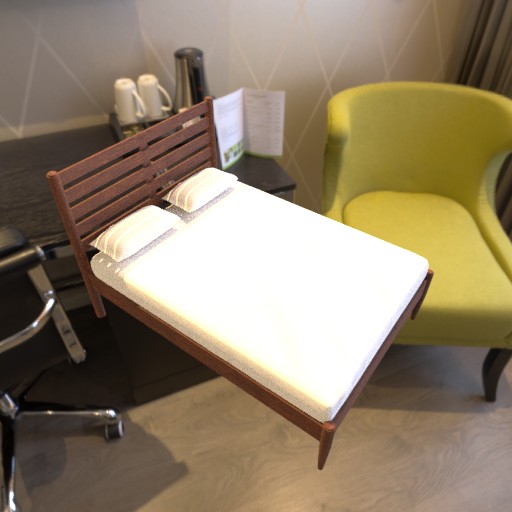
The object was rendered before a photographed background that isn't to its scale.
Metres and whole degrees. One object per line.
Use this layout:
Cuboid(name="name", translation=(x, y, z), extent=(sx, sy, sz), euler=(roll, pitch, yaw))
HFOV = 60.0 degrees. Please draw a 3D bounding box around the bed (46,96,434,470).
Cuboid(name="bed", translation=(0.000, 0.000, 3.108), extent=(2.093, 1.304, 1.509), euler=(26, 48, 26))
